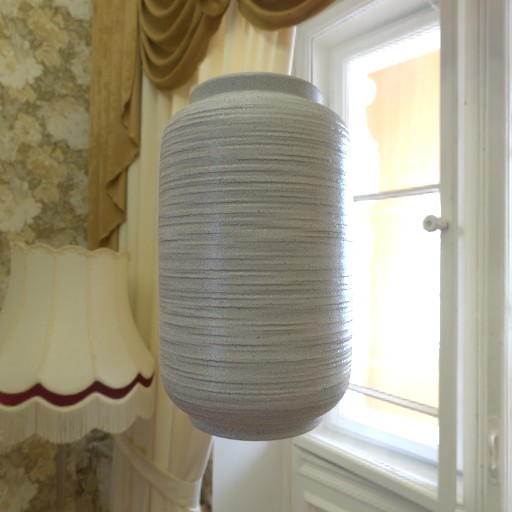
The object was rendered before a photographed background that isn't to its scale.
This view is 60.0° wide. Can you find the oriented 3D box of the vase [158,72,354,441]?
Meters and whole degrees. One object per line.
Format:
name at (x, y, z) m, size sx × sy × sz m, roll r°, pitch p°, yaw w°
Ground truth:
vase at (0.000, 0.000, 0.469) m, size 0.202 × 0.335 × 0.202 m, roll 0°, pitch 0°, yaw 0°
